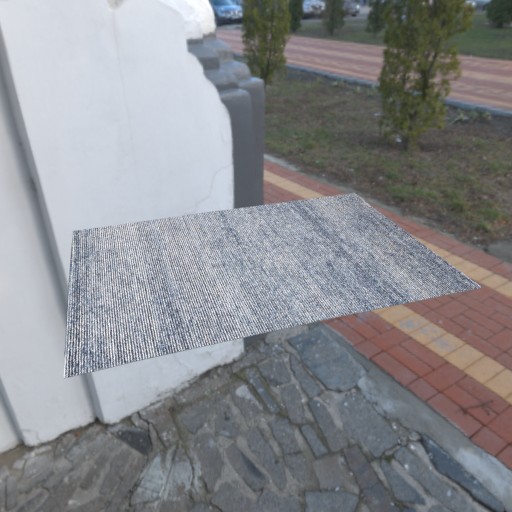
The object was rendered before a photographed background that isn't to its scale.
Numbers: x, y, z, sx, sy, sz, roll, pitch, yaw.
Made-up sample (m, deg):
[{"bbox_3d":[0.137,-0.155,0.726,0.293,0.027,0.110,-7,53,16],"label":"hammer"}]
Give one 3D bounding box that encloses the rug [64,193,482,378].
[{"bbox_3d":[0.000,0.000,2.186,1.740,0.010,1.135,-9,32,-15],"label":"rug"}]
